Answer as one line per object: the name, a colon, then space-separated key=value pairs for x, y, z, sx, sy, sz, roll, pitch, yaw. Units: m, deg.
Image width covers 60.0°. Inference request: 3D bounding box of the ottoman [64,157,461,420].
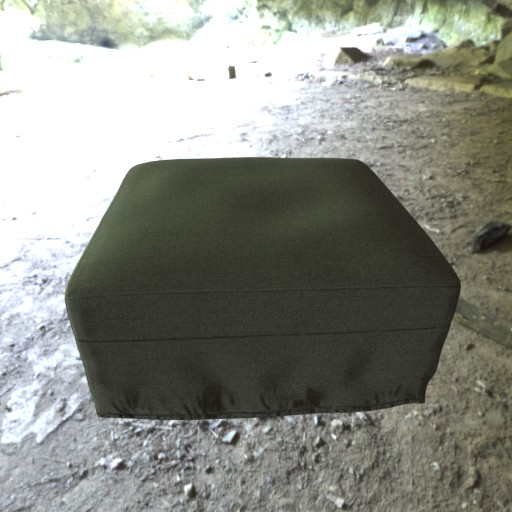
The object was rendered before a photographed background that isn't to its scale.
ottoman: x=0.000 y=0.000 z=1.324 sx=0.840 sy=0.436 sz=0.843 roll=-2 pitch=30 yaw=-3
